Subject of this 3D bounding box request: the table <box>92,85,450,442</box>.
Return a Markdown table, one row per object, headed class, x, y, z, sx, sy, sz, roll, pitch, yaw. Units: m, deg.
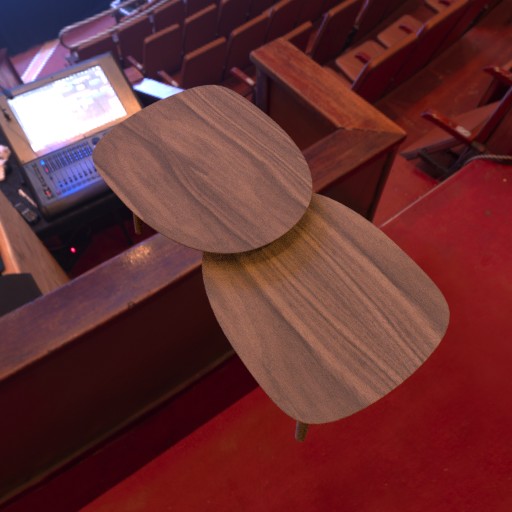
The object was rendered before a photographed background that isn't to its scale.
| class | x | y | z | sx | sy | sz | roll | pitch | yaw |
| --- | --- | --- | --- | --- | --- | --- | --- | --- | --- |
| table | 0.000 | 0.000 | 1.356 | 0.527 | 0.429 | 1.084 | -33 | 64 | -19 |
